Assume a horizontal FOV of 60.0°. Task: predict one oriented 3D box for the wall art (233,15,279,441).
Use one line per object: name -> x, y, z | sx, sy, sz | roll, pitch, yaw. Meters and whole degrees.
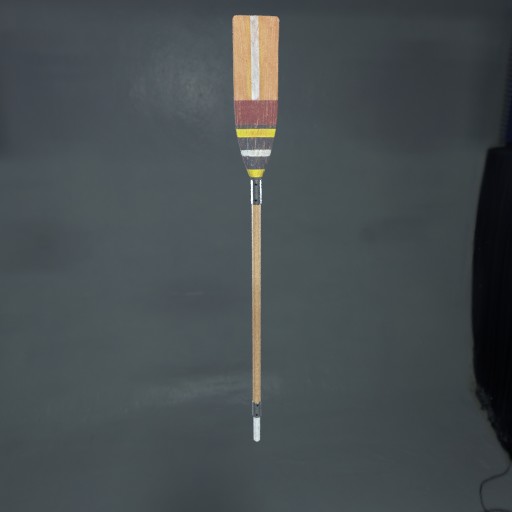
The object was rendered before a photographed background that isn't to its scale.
wall art -> 0.000, 0.000, 1.595 | 0.146, 1.556, 0.038 | -2, 16, -9
